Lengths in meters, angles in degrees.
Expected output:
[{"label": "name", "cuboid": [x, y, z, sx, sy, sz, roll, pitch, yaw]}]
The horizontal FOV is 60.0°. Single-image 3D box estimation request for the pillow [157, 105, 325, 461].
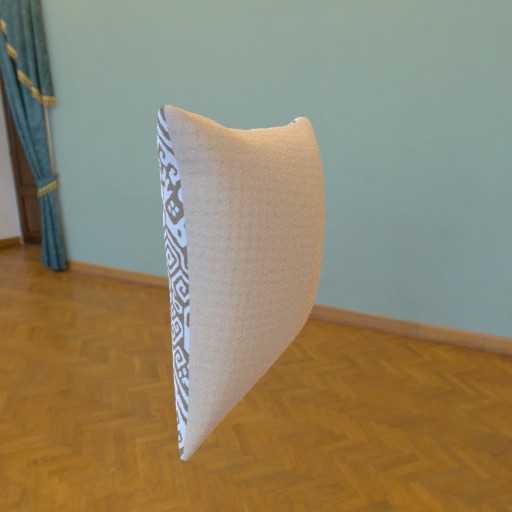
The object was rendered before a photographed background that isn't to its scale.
[{"label": "pillow", "cuboid": [0.000, 0.000, 0.661, 0.173, 0.407, 0.419, 7, 17, 24]}]
